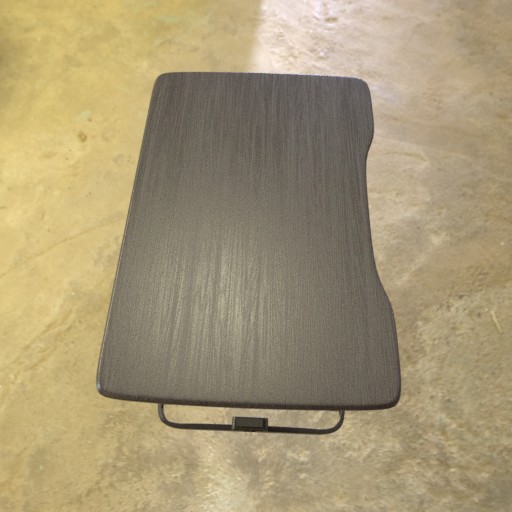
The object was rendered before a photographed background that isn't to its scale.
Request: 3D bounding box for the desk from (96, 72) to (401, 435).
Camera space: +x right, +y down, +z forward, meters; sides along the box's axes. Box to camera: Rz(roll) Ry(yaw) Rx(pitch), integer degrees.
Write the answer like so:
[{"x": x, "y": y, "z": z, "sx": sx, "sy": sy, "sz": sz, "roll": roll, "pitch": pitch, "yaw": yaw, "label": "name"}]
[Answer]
[{"x": 0.000, "y": 0.000, "z": 1.153, "sx": 0.546, "sy": 0.470, "sz": 0.820, "roll": 2, "pitch": 63, "yaw": 1, "label": "desk"}]
